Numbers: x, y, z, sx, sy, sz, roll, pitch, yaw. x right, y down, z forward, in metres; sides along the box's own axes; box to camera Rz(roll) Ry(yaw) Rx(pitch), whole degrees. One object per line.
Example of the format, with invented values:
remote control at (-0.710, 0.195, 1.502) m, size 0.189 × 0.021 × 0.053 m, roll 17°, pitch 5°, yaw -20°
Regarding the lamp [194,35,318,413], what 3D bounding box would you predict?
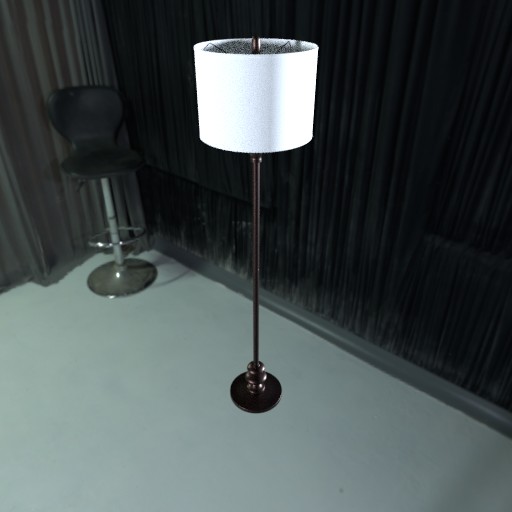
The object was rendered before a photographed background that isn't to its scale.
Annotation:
lamp at (0.000, 0.000, 1.660) m, size 0.356 × 1.487 × 0.356 m, roll 21°, pitch 38°, yaw 30°
